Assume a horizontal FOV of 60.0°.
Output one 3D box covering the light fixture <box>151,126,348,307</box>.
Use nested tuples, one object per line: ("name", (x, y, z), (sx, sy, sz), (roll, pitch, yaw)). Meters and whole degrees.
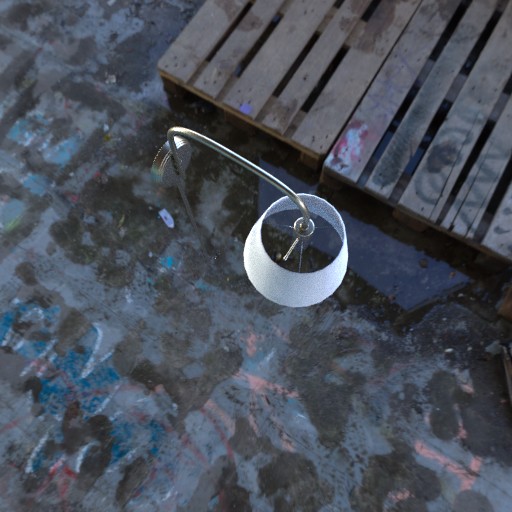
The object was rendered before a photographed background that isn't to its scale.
("light fixture", (0.000, 0.000, 0.475), (0.176, 0.399, 0.092), (32, 76, 9))
